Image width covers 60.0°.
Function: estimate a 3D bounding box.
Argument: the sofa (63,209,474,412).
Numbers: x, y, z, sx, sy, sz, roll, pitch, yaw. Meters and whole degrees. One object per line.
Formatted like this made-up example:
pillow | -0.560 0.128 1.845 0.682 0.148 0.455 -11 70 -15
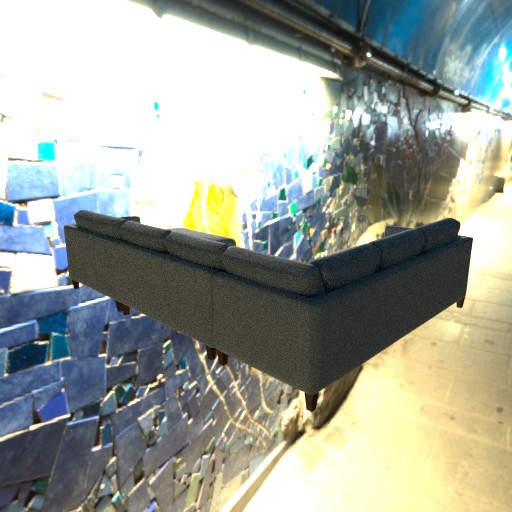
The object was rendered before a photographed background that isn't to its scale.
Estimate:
sofa | 0.000 0.000 4.547 3.403 0.889 2.551 14 20 43
